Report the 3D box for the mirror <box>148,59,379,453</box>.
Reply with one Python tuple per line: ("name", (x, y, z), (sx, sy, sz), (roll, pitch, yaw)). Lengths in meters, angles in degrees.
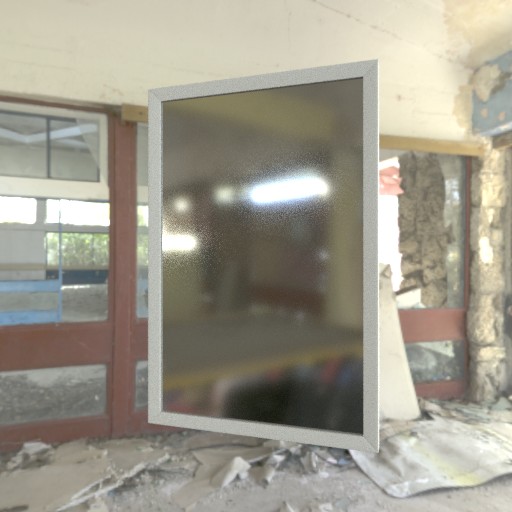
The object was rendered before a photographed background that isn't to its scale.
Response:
("mirror", (0.000, 0.000, 1.140), (0.609, 0.914, 0.041), (0, 0, 18))
